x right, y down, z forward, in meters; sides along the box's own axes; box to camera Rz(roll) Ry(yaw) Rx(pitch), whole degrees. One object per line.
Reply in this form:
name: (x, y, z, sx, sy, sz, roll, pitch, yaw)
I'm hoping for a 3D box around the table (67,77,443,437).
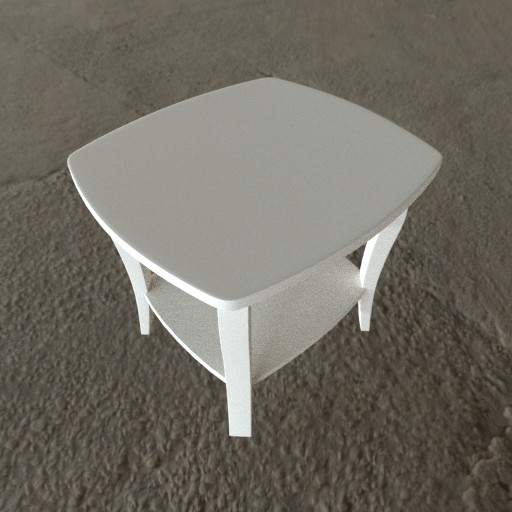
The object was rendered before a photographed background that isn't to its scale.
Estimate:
table: (0.000, 0.000, 0.837, 0.502, 0.438, 0.451, -33, 54, -28)
